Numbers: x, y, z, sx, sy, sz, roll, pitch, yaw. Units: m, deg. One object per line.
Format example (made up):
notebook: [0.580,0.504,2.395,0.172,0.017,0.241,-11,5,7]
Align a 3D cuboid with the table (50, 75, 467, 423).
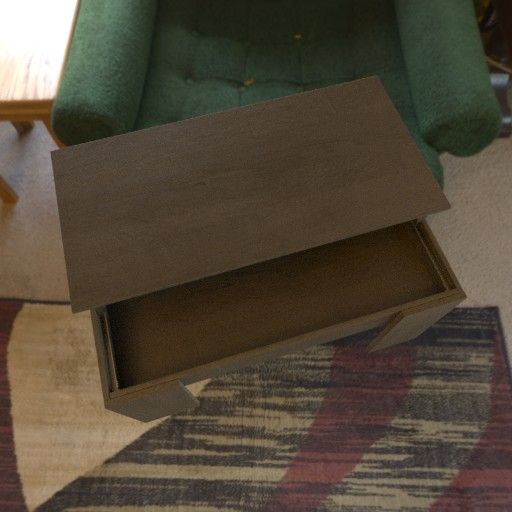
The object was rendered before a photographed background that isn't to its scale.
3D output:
table: [0.000,0.000,1.428,1.000,0.570,0.711,-15,66,-7]
